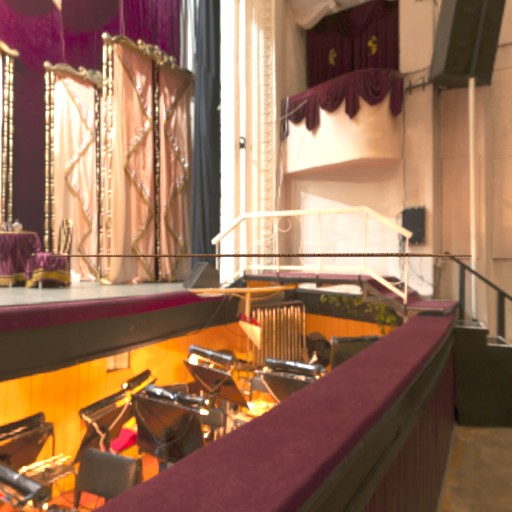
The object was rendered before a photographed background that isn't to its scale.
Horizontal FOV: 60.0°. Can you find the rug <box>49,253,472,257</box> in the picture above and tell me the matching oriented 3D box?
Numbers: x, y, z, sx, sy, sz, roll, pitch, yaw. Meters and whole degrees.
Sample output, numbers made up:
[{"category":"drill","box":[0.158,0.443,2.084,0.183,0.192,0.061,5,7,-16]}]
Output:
[{"category":"rug","box":[0.000,0.000,3.008,2.439,0.011,1.533,0,0,34]}]
